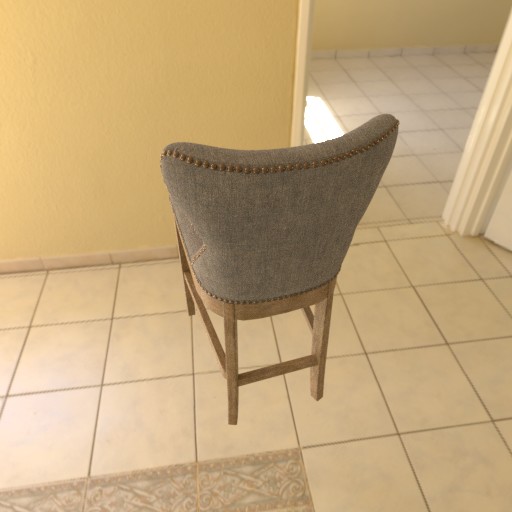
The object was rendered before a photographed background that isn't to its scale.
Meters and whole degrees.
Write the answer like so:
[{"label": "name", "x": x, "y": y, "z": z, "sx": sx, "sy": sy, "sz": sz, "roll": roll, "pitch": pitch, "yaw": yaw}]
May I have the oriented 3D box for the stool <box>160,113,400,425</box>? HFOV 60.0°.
[{"label": "stool", "x": 0.000, "y": 0.000, "z": 1.316, "sx": 0.498, "sy": 0.981, "sz": 0.608, "roll": -12, "pitch": 42, "yaw": -13}]
